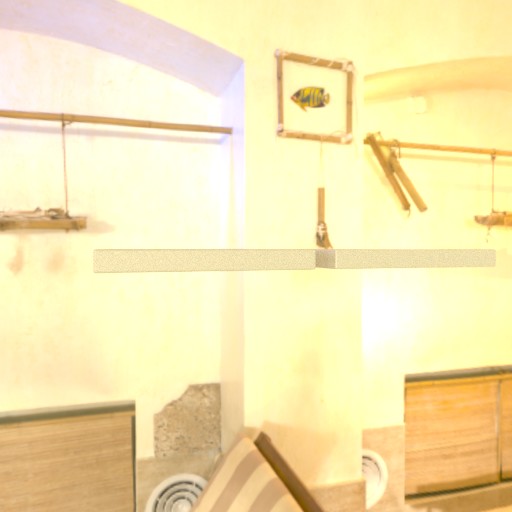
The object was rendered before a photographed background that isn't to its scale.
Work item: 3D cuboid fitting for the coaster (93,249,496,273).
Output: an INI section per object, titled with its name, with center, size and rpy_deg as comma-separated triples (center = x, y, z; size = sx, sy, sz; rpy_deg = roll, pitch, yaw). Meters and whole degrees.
[coaster]
center = 0.000, 0.000, 0.321
size = 0.214, 0.010, 0.219
rpy_deg = 0, 1, -18
